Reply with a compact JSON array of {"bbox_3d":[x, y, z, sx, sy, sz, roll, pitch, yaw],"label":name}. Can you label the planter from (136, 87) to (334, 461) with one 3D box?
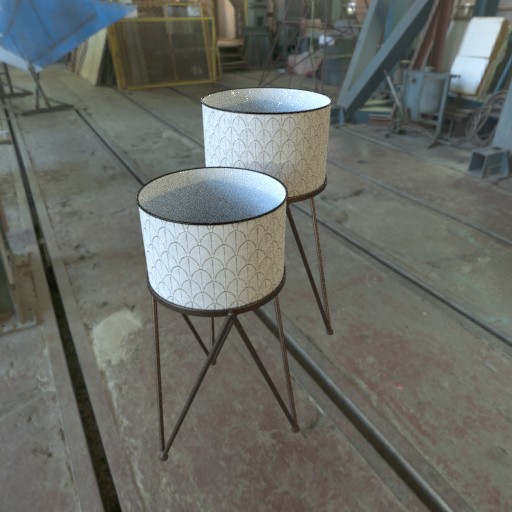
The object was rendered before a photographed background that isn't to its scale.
[{"bbox_3d":[0.000,0.000,1.143,0.413,0.712,0.769,8,31,14],"label":"planter"}]
